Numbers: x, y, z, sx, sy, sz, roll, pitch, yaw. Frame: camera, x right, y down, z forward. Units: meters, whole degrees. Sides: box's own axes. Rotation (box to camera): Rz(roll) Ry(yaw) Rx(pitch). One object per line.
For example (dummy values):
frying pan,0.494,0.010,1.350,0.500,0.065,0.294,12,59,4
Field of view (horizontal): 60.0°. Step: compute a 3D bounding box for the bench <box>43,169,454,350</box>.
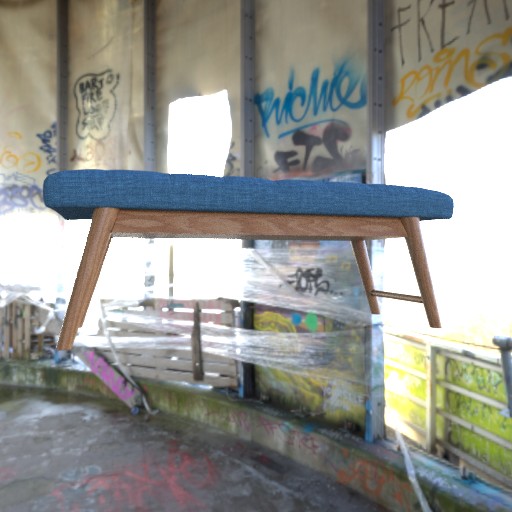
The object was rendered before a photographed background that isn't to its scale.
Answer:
bench,0.000,0.000,1.339,1.118,0.432,0.406,0,0,-17
